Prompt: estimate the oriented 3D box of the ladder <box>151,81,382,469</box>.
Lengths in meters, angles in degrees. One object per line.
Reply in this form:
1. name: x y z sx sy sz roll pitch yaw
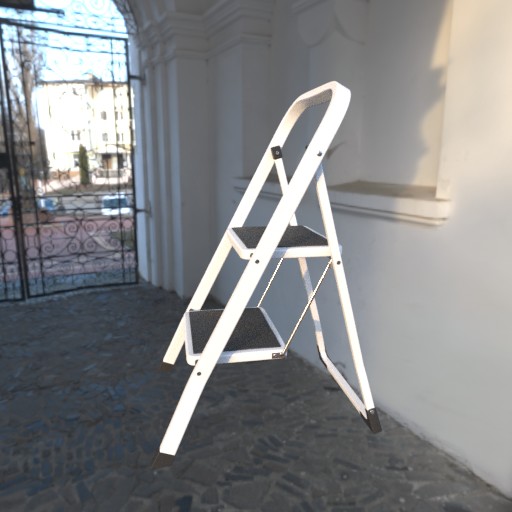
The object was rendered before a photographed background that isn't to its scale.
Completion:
1. ladder: 0.000 0.000 1.124 0.544 0.810 0.460 -2 13 -10
